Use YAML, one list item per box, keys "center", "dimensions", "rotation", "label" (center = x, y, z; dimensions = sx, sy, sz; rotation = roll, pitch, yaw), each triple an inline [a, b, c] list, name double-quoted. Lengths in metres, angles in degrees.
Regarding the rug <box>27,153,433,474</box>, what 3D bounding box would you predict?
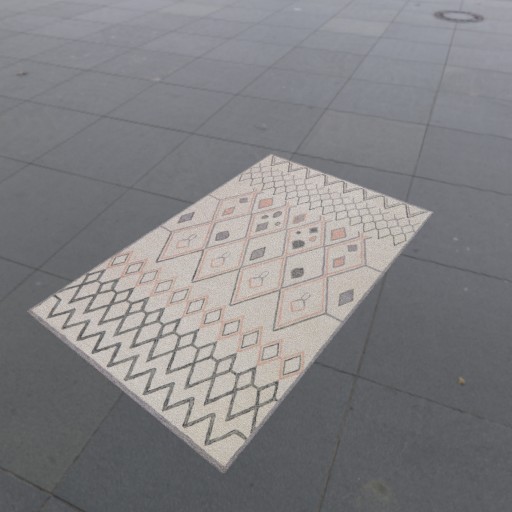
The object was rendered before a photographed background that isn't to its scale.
- center: [0.000, 0.000, 2.980]
  dimensions: [1.524, 0.015, 2.438]
  rotation: [27, 47, 27]
  label: "rug"
